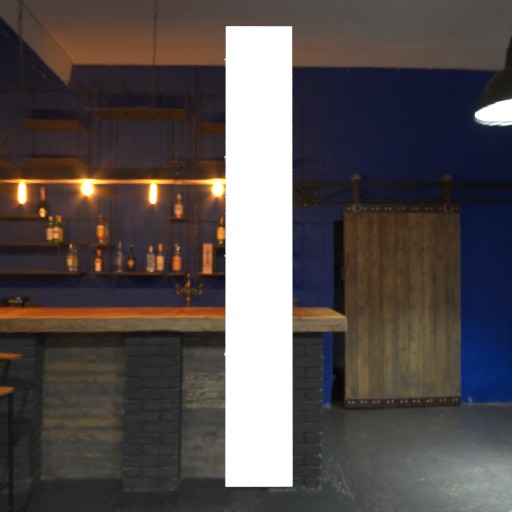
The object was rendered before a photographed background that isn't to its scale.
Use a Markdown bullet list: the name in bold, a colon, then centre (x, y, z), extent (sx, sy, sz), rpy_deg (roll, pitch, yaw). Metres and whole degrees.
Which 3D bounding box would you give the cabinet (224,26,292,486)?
- **cabinet**: centre (0.000, 0.000, 1.830), extent (0.255, 1.630, 0.520), rpy_deg (0, -1, 0)
